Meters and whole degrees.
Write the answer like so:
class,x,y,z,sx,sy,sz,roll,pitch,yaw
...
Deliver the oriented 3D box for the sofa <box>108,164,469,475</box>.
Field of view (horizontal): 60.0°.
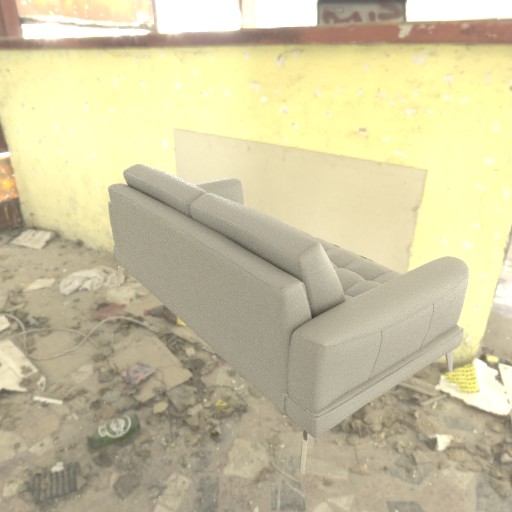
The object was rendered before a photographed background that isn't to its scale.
class,x,y,z,sx,sy,sz,roll,pitch,yaw
sofa,0.000,0.000,2.689,1.121,0.930,2.177,-17,30,-33
